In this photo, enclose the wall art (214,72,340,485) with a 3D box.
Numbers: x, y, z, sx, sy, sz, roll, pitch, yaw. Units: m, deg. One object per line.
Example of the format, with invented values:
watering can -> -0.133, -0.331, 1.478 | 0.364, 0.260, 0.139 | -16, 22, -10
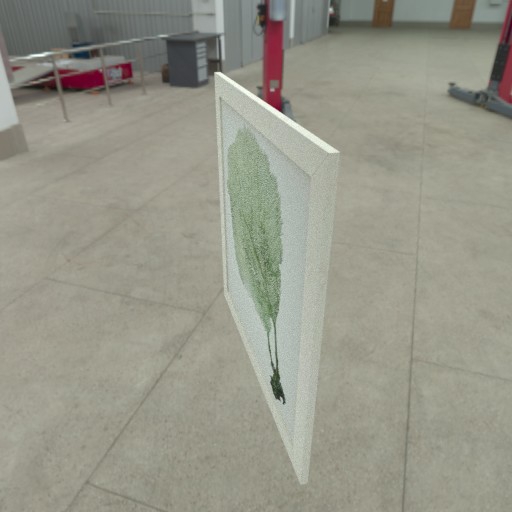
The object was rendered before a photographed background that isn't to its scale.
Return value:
wall art -> 0.000, 0.000, 0.860 | 0.013, 0.584, 0.584 | -9, 32, -14
